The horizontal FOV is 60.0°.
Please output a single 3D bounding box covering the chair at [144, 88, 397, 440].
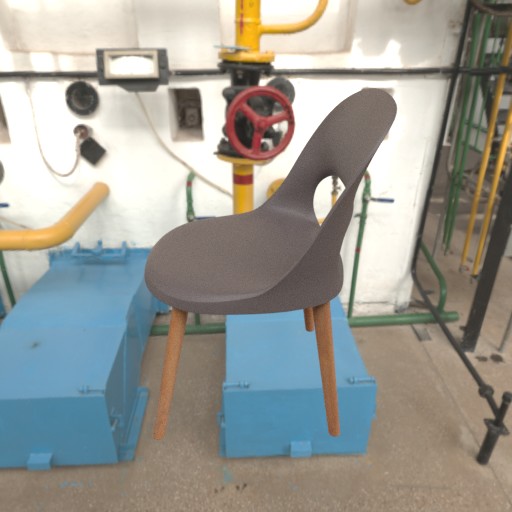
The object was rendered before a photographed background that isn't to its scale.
[{"bbox_3d":[0.000,0.000,1.129,0.556,0.794,0.470,-1,27,-2],"label":"chair"}]
